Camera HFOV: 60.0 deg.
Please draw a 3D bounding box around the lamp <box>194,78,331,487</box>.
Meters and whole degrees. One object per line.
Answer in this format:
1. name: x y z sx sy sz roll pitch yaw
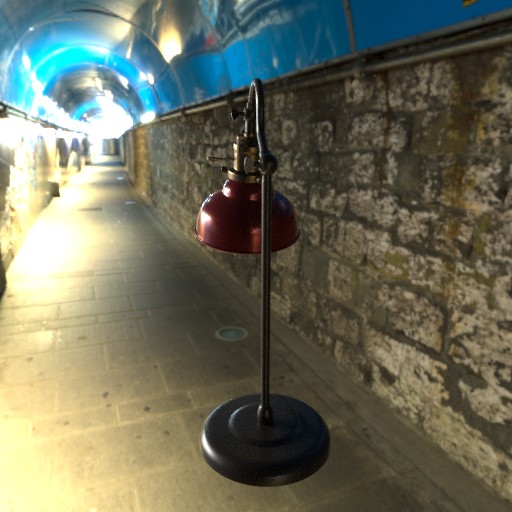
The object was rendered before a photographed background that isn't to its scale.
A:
1. lamp: 0.000 0.000 0.677 0.192 0.508 0.374 -2 14 -8
